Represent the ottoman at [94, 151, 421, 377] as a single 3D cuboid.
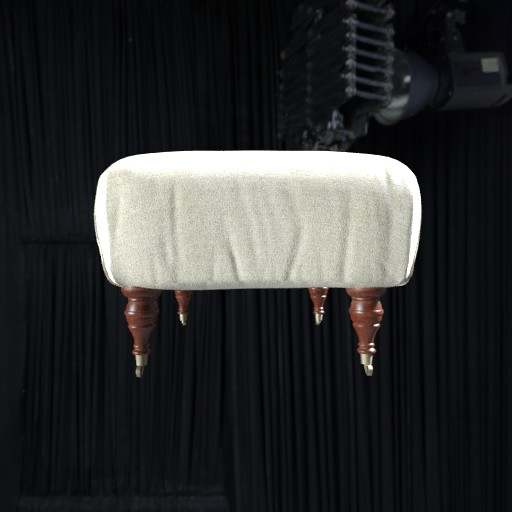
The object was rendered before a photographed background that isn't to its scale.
[{"bbox_3d":[0.000,0.000,1.142,0.622,0.450,0.747,0,0,-1],"label":"ottoman"}]
